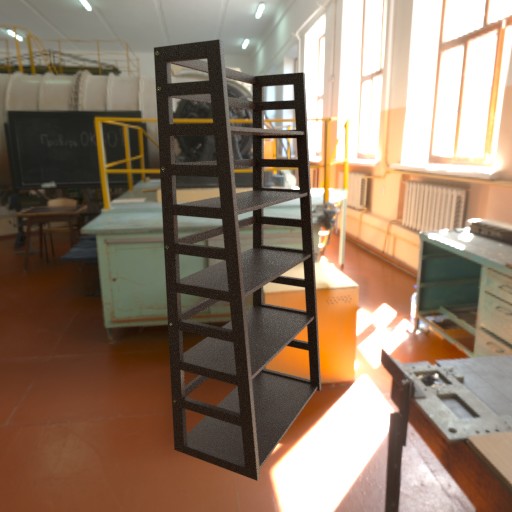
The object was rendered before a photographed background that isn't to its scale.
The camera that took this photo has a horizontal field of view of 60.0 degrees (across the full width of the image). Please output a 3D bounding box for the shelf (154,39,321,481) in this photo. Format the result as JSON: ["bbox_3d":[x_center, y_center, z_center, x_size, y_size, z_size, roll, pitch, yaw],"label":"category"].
[{"bbox_3d":[0.000,0.000,1.956,0.403,1.600,0.763,7,16,26],"label":"shelf"}]
